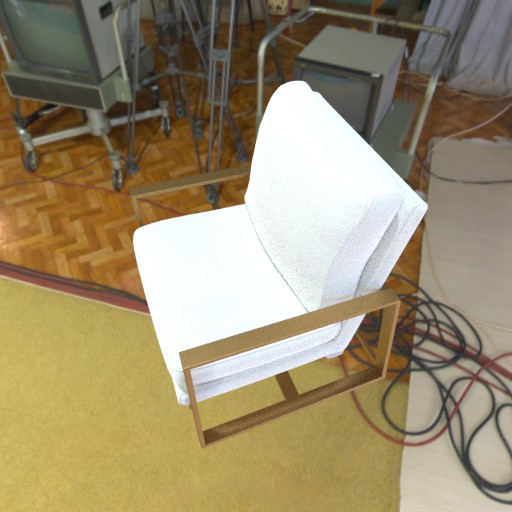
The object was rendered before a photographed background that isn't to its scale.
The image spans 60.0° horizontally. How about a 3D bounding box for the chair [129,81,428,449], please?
[{"bbox_3d":[0.000,0.000,1.588,0.813,0.966,0.805,-16,50,-14],"label":"chair"}]
